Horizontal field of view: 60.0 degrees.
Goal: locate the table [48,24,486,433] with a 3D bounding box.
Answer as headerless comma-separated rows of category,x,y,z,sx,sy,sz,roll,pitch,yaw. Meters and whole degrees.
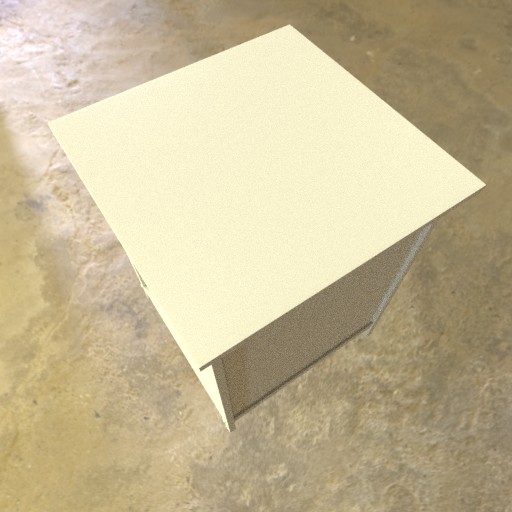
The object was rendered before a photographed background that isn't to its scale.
table,0.000,0.000,0.740,0.381,0.483,0.381,-30,63,-17
